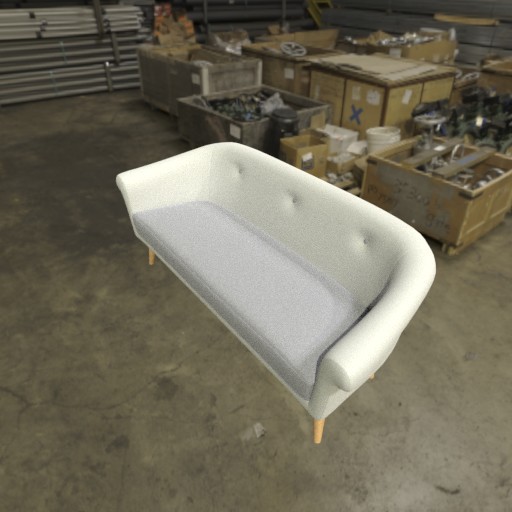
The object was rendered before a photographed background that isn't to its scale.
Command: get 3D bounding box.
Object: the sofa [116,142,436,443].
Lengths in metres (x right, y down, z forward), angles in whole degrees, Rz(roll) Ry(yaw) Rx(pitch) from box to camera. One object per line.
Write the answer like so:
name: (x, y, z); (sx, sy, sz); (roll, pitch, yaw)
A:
sofa: (0.000, 0.000, 2.521); (0.827, 0.795, 2.160); (-21, 38, -29)
